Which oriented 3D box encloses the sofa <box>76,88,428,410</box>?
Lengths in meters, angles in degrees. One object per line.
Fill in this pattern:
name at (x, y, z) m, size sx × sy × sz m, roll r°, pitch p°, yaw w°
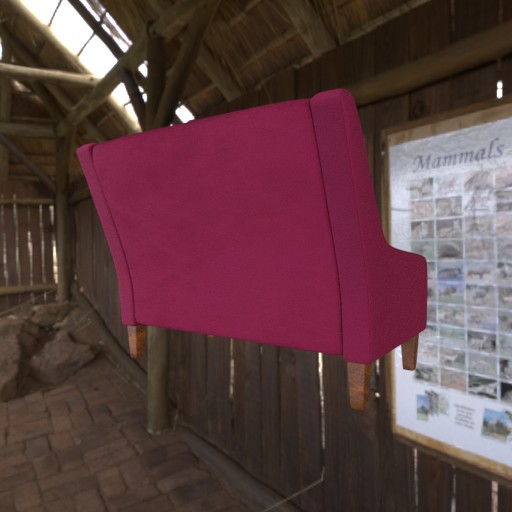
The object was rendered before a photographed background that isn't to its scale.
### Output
sofa at (0.000, 0.000, 1.934) m, size 1.242 × 0.976 × 0.946 m, roll 1°, pitch 2°, yaw 36°
